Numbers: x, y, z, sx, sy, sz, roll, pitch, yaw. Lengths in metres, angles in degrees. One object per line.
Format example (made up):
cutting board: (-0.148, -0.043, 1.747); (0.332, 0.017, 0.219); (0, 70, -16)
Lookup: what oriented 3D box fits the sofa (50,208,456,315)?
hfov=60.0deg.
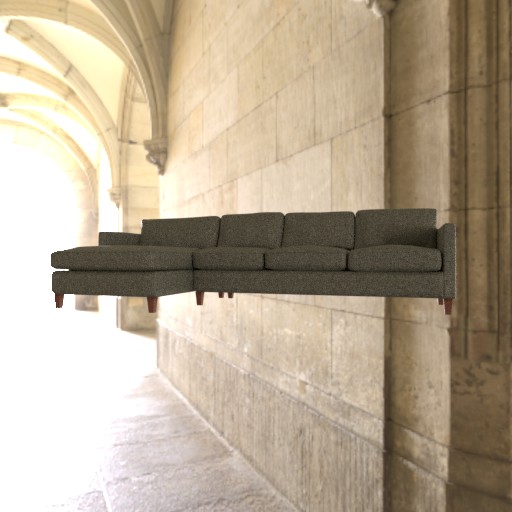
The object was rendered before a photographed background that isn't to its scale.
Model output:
sofa: (0.000, 0.000, 4.209); (3.485, 0.960, 1.635); (0, 0, 19)
